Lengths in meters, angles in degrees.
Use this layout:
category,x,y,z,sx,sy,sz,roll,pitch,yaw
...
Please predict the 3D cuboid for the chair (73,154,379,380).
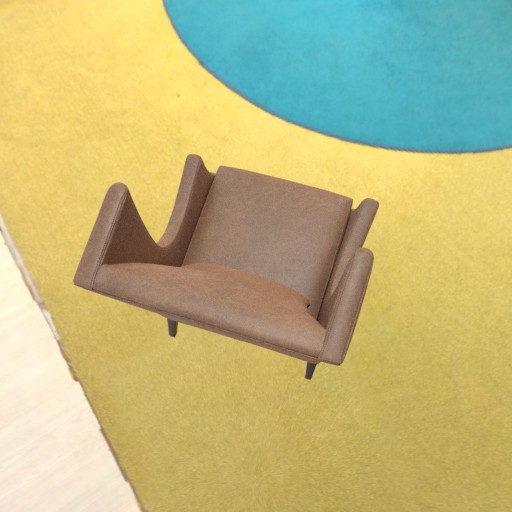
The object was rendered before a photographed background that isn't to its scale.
category,x,y,z,sx,sy,sz,roll,pitch,yaw
chair,0.000,0.000,1.722,0.815,1.088,0.913,16,64,8
